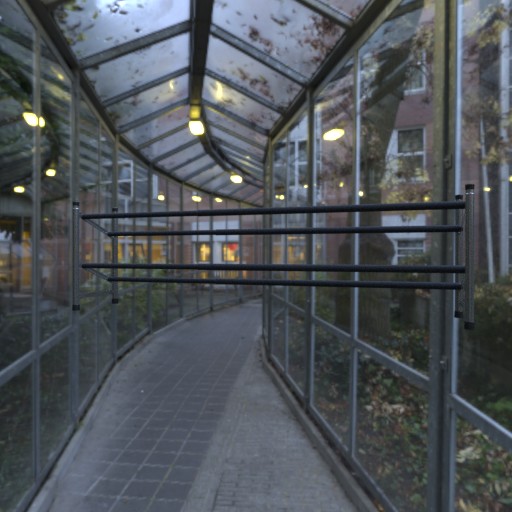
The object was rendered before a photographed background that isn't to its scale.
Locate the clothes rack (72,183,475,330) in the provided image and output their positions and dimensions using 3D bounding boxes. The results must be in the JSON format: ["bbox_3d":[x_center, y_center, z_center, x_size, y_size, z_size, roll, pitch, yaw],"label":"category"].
[{"bbox_3d":[0.000,0.000,1.338,1.168,0.349,0.229,0,0,18],"label":"clothes rack"}]
